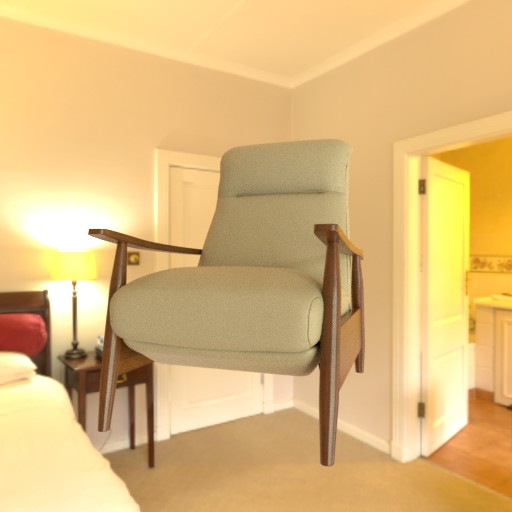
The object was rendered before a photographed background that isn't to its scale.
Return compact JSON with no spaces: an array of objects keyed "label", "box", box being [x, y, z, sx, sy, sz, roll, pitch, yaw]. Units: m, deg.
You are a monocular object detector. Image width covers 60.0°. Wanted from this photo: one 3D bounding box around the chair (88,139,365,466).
[{"label":"chair","box":[0.000,0.000,1.713,0.762,1.082,1.014,0,1,18]}]
